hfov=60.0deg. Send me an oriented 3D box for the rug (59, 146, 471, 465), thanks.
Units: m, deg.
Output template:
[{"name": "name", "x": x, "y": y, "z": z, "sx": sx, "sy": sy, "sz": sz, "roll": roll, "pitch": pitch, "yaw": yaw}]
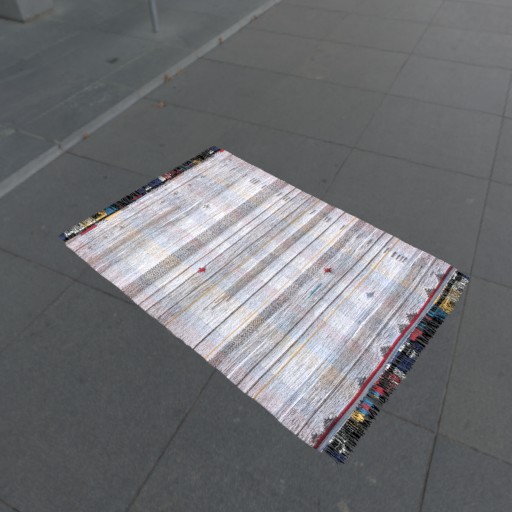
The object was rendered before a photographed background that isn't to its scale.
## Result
[{"name": "rug", "x": 0.000, "y": 0.000, "z": 2.300, "sx": 1.848, "sy": 0.012, "sz": 1.217, "roll": 32, "pitch": 54, "yaw": 27}]
